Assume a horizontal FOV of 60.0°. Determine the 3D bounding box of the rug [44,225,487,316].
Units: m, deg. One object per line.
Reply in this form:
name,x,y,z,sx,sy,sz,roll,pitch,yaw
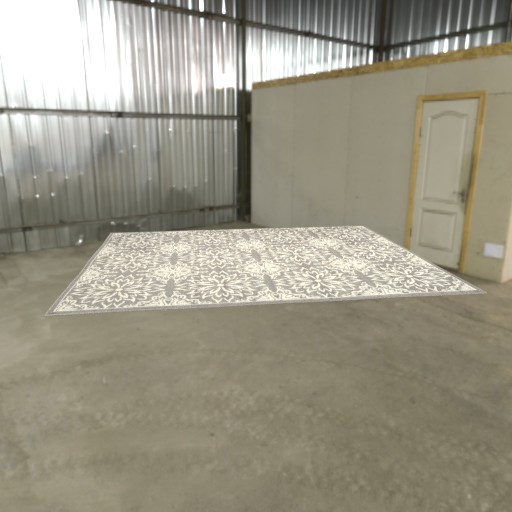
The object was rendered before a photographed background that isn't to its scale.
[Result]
rug,0.000,0.000,4.068,2.980,0.012,2.363,-2,16,-8
